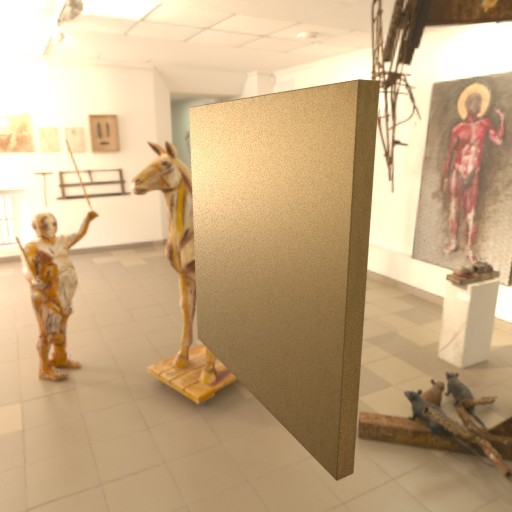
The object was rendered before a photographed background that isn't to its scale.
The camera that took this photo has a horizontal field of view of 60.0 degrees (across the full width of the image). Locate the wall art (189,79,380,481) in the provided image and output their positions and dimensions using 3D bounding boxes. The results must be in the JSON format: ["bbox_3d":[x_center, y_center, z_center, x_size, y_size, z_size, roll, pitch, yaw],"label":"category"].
[{"bbox_3d":[0.000,0.000,0.750,0.030,0.506,0.503,-8,17,-28],"label":"wall art"}]
